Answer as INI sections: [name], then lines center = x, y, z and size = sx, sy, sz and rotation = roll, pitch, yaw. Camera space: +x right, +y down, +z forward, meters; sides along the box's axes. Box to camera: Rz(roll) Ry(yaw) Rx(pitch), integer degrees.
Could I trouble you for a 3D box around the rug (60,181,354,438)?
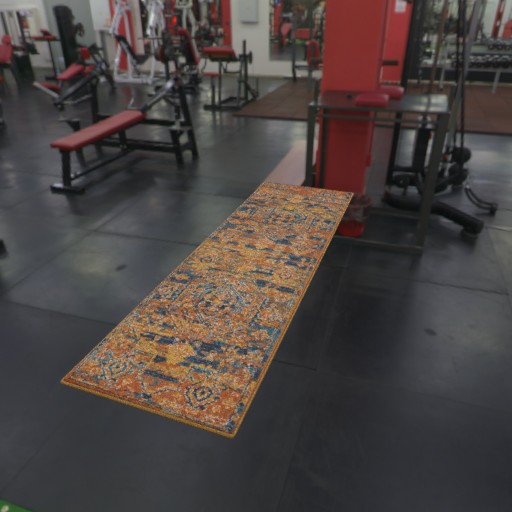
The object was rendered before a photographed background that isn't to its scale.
[rug]
center = 0.000, 0.000, 1.959
size = 0.556, 0.013, 1.820
rotation = 10, 31, 18
